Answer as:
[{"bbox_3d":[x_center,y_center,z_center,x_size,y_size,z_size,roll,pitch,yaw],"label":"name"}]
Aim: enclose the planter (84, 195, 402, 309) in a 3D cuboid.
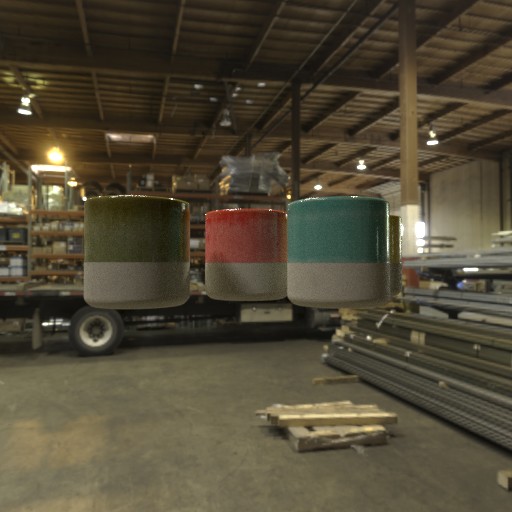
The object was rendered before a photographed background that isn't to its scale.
[{"bbox_3d":[0.000,0.000,0.408,0.286,0.075,0.257,0,-1,-16],"label":"planter"}]
